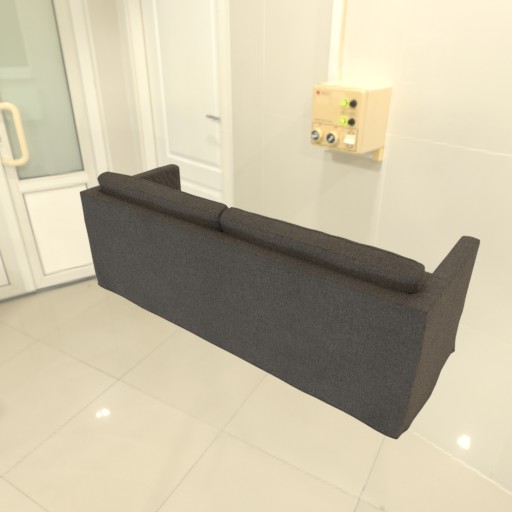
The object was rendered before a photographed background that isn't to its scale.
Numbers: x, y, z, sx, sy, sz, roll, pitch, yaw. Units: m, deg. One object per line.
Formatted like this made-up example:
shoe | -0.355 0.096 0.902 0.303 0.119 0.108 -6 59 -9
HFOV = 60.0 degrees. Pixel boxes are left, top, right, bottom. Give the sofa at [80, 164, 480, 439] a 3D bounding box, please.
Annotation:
sofa | 0.000 0.000 3.265 2.779 0.998 1.036 19 33 32
